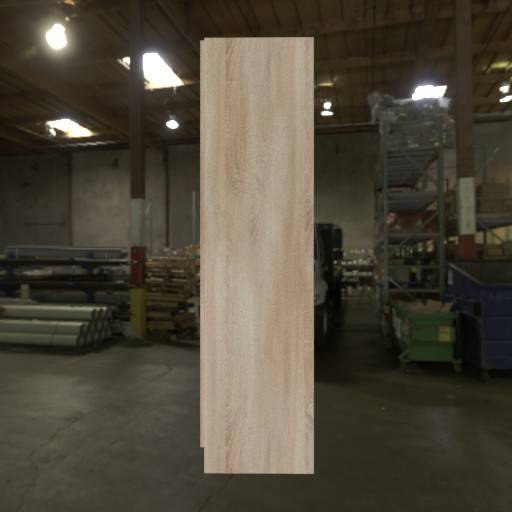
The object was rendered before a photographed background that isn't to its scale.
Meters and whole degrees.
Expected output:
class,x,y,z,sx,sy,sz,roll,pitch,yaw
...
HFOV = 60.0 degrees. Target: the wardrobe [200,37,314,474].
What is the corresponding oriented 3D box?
class,x,y,z,sx,sy,sz,roll,pitch,yaw
wardrobe,0.000,0.000,3.191,0.598,2.159,1.998,0,0,1
